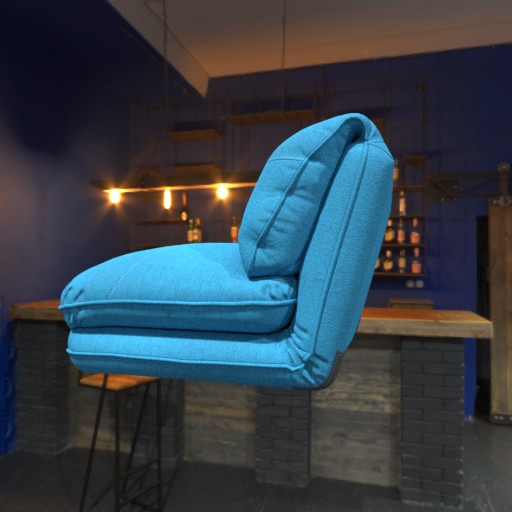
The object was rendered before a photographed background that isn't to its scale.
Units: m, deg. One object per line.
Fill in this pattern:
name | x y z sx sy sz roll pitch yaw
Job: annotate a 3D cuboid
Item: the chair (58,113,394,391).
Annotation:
chair | 0.000 0.000 1.326 0.780 0.580 0.820 0 -1 16
